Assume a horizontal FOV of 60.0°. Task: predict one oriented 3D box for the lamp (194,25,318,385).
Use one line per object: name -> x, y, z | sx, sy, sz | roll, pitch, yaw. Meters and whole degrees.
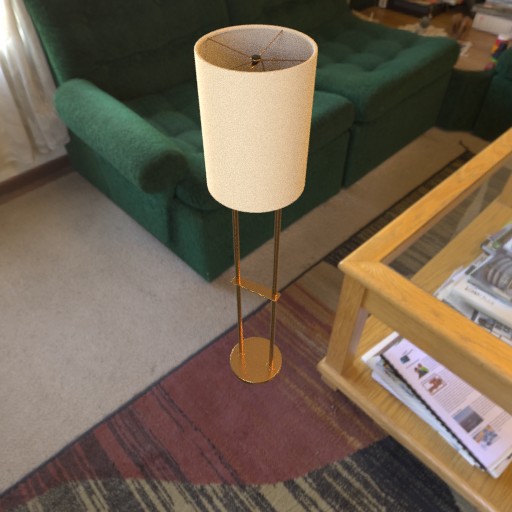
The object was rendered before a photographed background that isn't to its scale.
lamp -> 0.000, 0.000, 1.640 | 0.306, 1.500, 0.305 | 22, 50, 20
